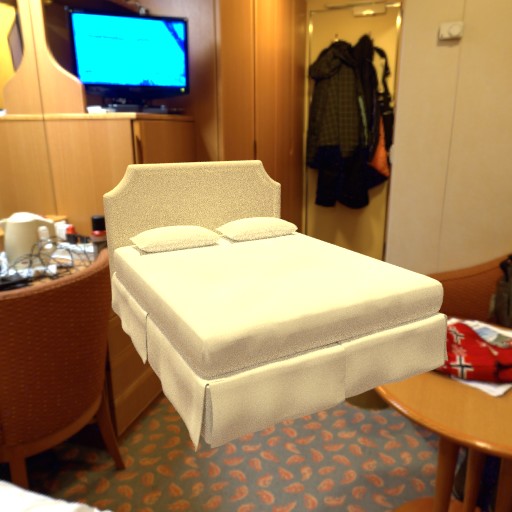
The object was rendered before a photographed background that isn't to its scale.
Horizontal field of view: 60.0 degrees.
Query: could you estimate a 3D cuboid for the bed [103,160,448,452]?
[{"bbox_3d":[0.000,0.000,4.217,2.350,1.590,2.773,-9,18,-28],"label":"bed"}]
